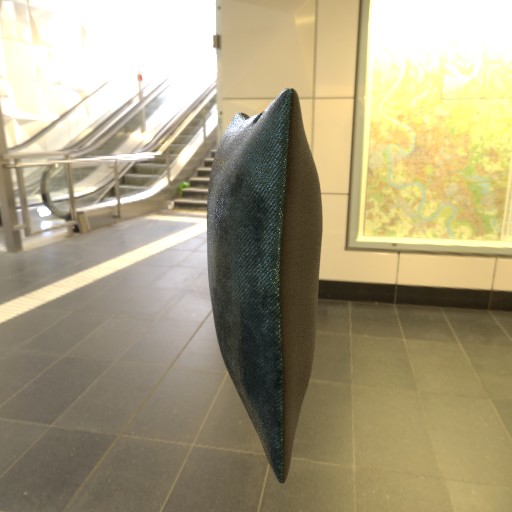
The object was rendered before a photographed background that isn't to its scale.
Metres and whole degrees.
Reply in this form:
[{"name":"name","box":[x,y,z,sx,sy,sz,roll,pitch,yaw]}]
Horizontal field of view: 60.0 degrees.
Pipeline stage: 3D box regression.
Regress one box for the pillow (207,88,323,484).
[{"name":"pillow","box":[0.000,0.000,0.651,0.138,0.430,0.436,-2,16,-8]}]
